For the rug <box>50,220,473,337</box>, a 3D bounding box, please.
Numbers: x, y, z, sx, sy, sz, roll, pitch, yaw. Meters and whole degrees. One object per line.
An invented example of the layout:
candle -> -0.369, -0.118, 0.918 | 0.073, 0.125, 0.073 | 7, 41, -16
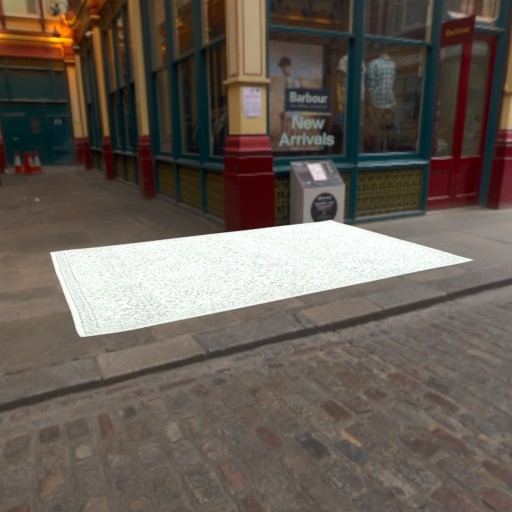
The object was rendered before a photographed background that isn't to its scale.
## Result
rug -> 0.000, 0.000, 2.982 | 2.434, 0.023, 1.518 | -8, 18, -27
